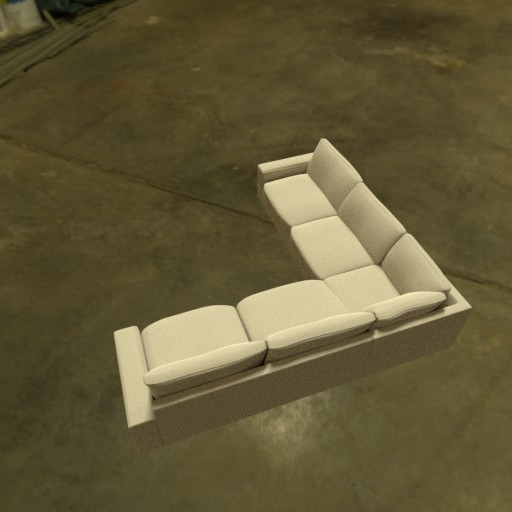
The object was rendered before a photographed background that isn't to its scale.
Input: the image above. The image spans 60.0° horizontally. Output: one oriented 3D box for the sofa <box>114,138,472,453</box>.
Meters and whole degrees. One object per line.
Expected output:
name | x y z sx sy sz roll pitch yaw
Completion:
sofa | 0.000 0.000 4.913 3.206 0.918 3.066 -14 47 -14
